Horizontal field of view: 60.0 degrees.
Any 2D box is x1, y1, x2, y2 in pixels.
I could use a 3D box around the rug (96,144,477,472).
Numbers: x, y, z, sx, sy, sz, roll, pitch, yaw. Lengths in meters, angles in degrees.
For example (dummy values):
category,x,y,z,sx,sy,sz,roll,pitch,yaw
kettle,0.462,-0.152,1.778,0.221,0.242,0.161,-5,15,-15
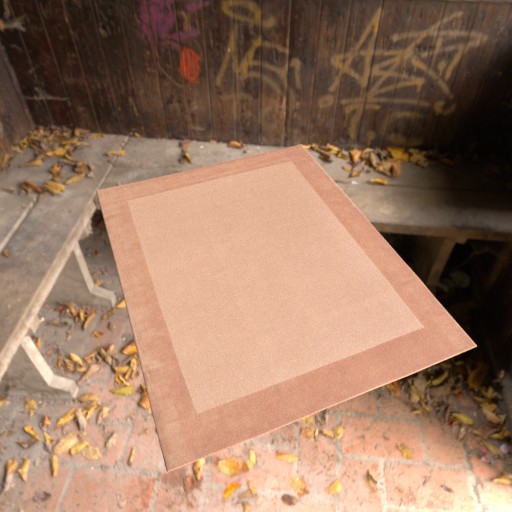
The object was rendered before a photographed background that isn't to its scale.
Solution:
category,x,y,z,sx,sy,sz,roll,pitch,yaw
rug,0.000,0.000,4.050,2.431,0.021,3.057,-16,48,-15
